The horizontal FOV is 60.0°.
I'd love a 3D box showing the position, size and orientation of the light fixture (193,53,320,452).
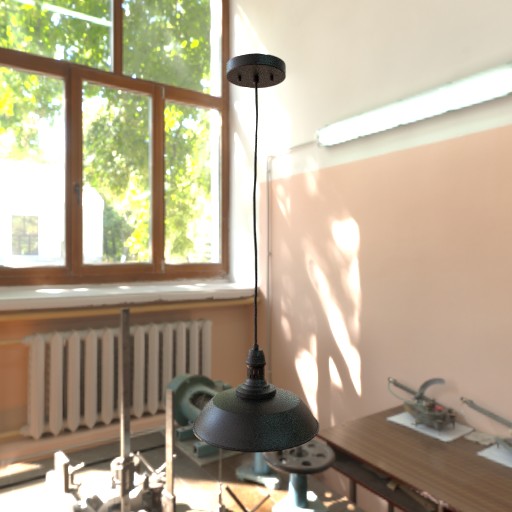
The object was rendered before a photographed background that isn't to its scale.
[{"bbox_3d":[0.000,0.000,1.165,0.331,0.993,0.331,0,0,1],"label":"light fixture"}]
